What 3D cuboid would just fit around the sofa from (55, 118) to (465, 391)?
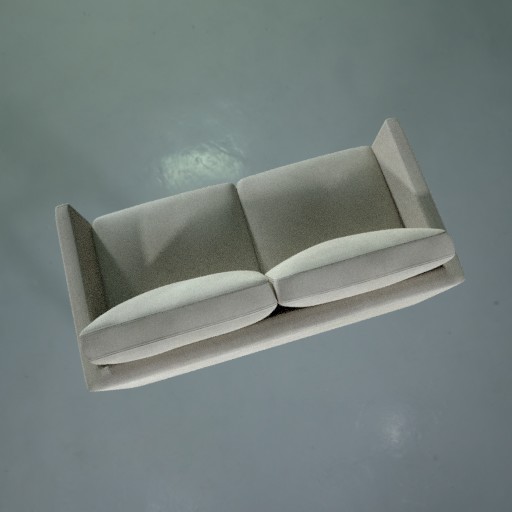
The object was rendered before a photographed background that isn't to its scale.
[{"bbox_3d":[0.000,0.000,2.393,1.846,0.940,0.950,-16,76,-4],"label":"sofa"}]
